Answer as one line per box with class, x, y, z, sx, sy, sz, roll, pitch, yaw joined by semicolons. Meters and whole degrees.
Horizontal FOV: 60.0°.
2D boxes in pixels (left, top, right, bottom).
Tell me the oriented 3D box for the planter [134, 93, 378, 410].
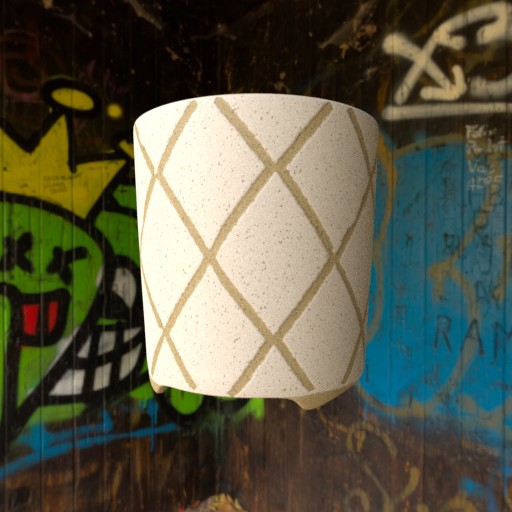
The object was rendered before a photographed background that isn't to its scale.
planter;0.000;0.000;0.429;0.228;0.235;0.228;0;1;0
